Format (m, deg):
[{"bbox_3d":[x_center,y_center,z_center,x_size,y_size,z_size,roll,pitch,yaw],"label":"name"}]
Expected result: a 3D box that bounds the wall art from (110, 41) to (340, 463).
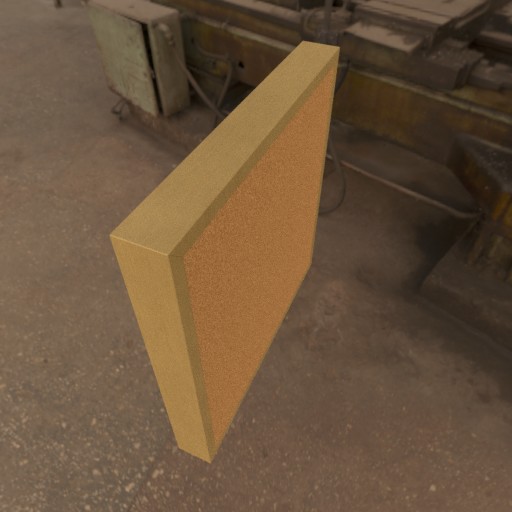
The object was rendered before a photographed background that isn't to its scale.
[{"bbox_3d":[0.000,0.000,0.443,0.038,0.305,0.305,18,49,17],"label":"wall art"}]
